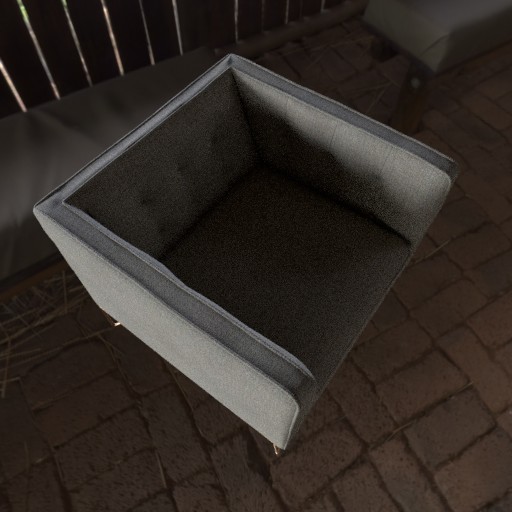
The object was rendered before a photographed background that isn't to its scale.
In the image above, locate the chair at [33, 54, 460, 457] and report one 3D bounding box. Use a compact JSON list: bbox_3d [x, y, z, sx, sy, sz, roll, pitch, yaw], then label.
[{"bbox_3d":[0.000,0.000,1.601,0.912,0.799,0.920,32,63,18],"label":"chair"}]
